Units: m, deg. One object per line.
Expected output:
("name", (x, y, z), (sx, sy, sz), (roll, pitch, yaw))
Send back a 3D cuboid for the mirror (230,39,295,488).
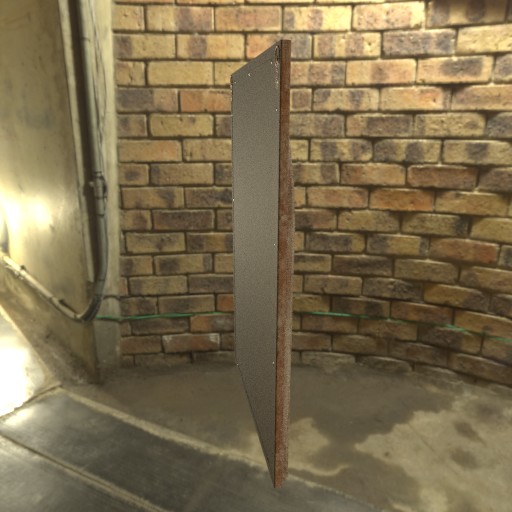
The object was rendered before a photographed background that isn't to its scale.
("mirror", (0.000, 0.000, 0.973), (0.058, 0.787, 0.495), (-3, 17, -11))
